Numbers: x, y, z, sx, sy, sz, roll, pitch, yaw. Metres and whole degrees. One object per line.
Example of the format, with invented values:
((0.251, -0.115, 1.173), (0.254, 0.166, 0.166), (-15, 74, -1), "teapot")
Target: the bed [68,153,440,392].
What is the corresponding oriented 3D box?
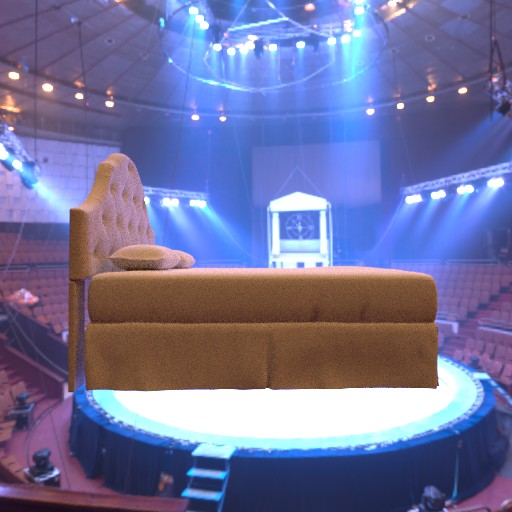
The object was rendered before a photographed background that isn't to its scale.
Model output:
((0.000, 0.000, 3.575), (2.214, 1.615, 2.008), (0, -1, -1), "bed")
